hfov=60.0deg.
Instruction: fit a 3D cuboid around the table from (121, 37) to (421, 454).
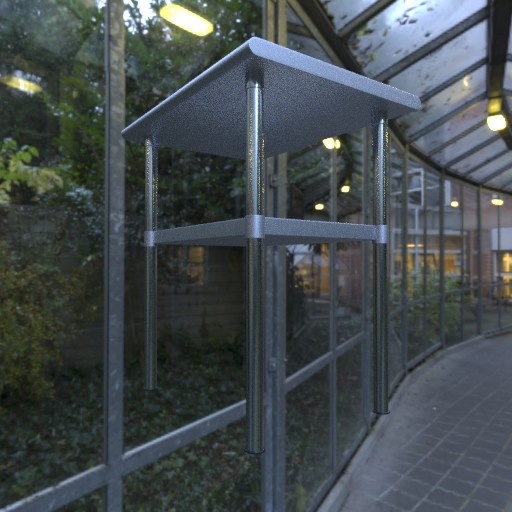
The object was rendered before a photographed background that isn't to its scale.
[{"bbox_3d":[0.000,0.000,1.363,0.584,0.876,0.762,1,-1,-36],"label":"table"}]
